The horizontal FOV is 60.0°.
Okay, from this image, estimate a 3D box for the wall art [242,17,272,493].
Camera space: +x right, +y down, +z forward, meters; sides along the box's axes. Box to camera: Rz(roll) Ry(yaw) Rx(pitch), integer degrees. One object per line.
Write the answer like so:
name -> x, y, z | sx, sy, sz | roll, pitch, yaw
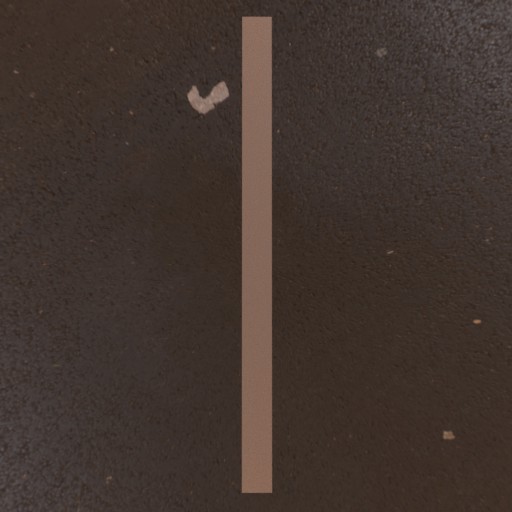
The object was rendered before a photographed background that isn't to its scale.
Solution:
wall art -> 0.000, 0.000, 1.384 | 0.066, 0.801, 1.056 | 0, 89, 0
